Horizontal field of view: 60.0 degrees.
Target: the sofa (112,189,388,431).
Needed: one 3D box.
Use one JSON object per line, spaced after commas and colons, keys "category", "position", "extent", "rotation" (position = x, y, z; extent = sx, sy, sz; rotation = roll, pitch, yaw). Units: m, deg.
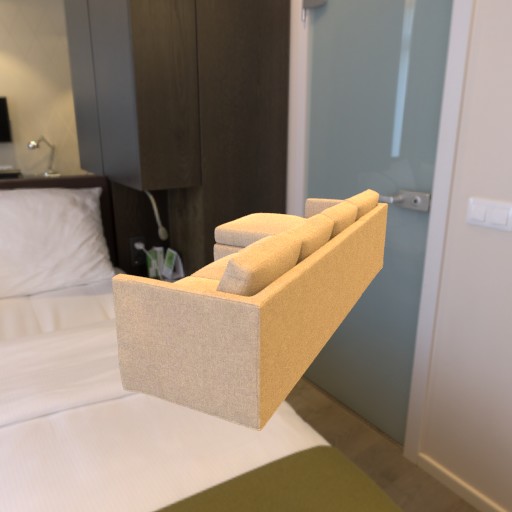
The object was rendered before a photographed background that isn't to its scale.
{"category": "sofa", "position": [0.000, 0.000, 3.852], "extent": [1.638, 0.920, 3.198], "rotation": [8, 18, 25]}
